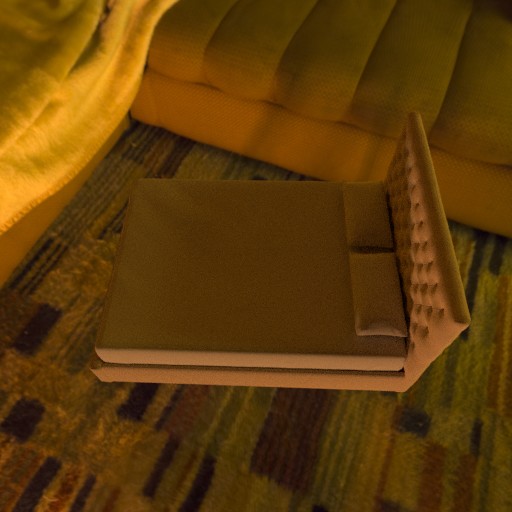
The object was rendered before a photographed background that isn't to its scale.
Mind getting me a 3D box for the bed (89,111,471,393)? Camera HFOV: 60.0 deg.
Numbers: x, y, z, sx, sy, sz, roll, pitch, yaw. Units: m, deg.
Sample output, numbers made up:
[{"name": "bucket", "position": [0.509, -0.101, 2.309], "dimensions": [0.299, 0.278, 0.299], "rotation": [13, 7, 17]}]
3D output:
[{"name": "bed", "position": [0.000, 0.000, 3.401], "dimensions": [2.387, 1.427, 1.698], "rotation": [2, 58, 1]}]
